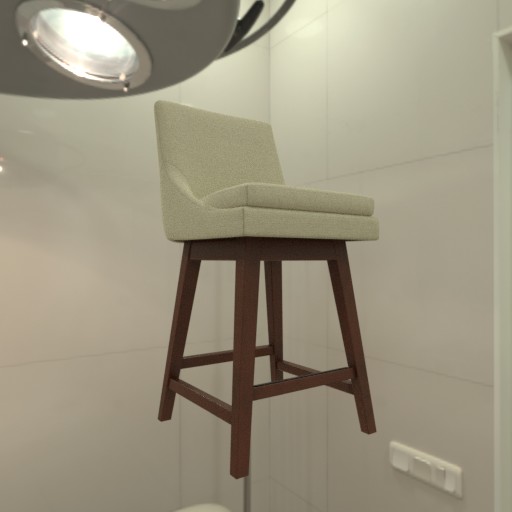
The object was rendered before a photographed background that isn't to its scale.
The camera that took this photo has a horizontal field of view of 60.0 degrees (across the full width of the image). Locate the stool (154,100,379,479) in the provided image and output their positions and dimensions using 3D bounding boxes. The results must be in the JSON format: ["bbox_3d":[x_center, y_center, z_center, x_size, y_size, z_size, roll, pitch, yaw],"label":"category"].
[{"bbox_3d":[0.000,0.000,1.324,0.469,0.991,0.559,0,0,-35],"label":"stool"}]
